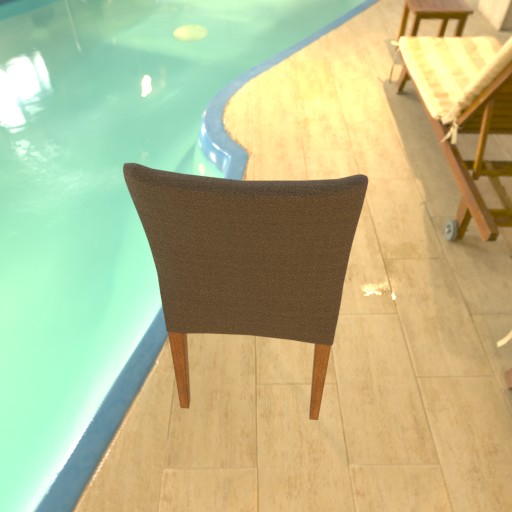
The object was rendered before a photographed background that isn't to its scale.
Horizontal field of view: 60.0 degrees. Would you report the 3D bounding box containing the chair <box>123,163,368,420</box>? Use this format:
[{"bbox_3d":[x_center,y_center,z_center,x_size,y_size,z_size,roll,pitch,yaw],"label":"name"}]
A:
[{"bbox_3d":[0.000,0.000,1.261,0.496,0.940,0.585,4,47,4],"label":"chair"}]
